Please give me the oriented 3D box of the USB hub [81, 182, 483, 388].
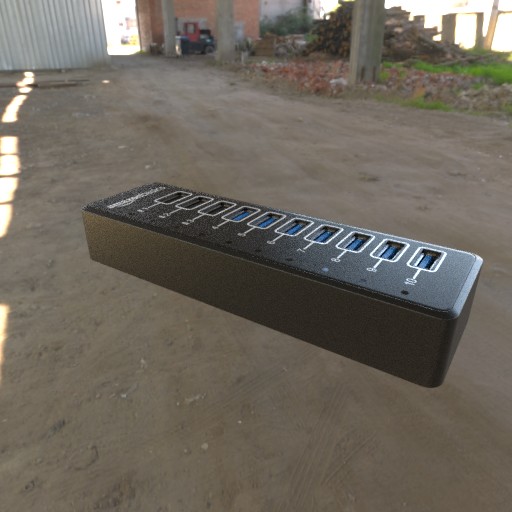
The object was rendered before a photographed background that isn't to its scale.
[{"bbox_3d":[0.000,0.000,0.164,0.145,0.023,0.044,16,31,30],"label":"USB hub"}]
